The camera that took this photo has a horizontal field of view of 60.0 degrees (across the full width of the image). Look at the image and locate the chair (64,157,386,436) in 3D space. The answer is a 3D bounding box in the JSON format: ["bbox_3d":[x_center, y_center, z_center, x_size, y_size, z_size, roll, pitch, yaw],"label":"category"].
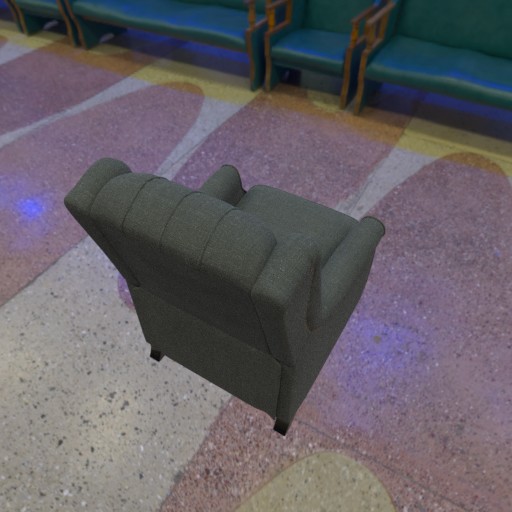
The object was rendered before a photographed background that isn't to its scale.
[{"bbox_3d":[0.000,0.000,1.627,0.742,1.035,0.898,24,51,21],"label":"chair"}]
